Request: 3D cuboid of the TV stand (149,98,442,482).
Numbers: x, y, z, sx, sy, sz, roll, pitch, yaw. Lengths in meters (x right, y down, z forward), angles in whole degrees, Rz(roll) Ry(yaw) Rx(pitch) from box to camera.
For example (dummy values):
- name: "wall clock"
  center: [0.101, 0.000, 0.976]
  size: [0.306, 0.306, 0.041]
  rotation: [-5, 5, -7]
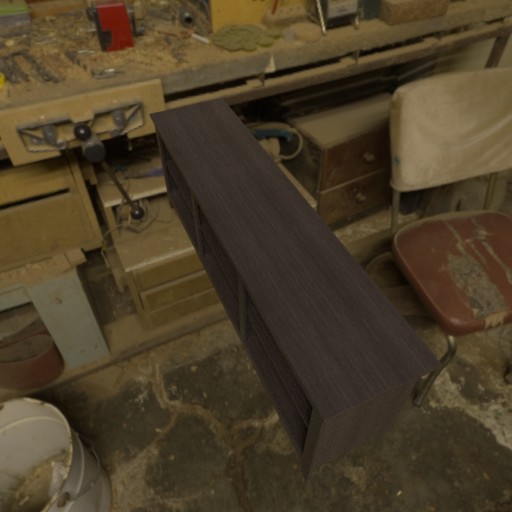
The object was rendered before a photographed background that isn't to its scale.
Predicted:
- name: "TV stand"
  center: [0.000, 0.000, 2.032]
  size: [0.406, 0.610, 1.778]
  rotation: [-19, 50, -16]
